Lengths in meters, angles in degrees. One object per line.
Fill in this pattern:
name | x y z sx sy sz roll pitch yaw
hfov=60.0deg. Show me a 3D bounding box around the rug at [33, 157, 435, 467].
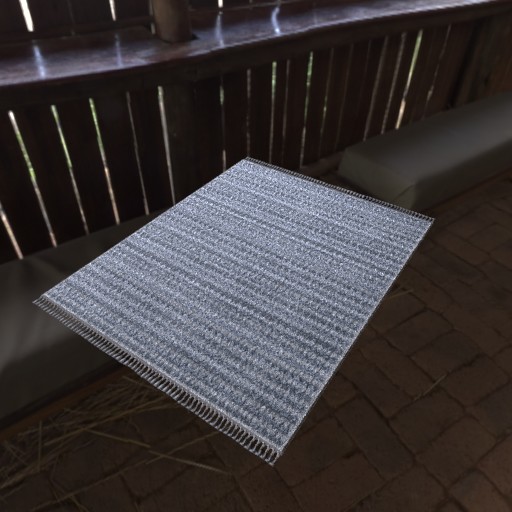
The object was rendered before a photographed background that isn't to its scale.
rug | 0.000 0.000 3.891 2.256 0.013 2.910 24 46 26
